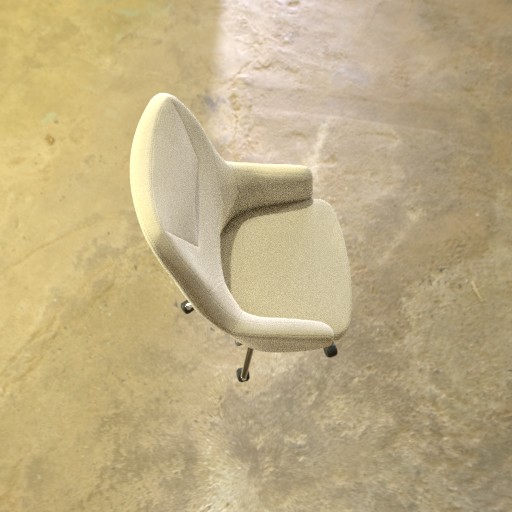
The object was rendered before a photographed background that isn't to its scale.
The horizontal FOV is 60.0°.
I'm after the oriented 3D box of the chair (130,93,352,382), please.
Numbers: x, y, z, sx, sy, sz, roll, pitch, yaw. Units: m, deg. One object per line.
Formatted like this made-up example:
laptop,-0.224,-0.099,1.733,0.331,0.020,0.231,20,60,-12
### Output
chair,0.000,0.000,1.435,0.640,1.049,0.620,-3,64,-1
